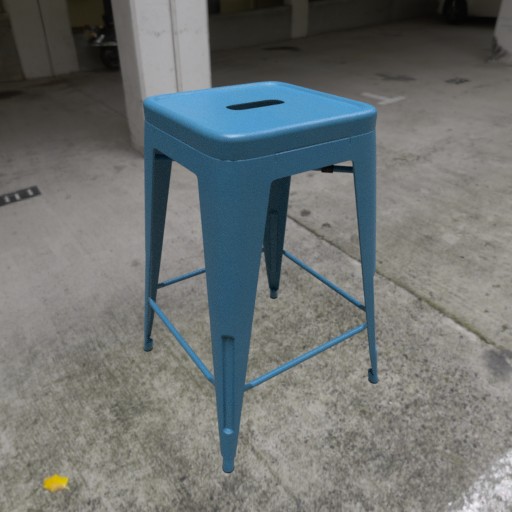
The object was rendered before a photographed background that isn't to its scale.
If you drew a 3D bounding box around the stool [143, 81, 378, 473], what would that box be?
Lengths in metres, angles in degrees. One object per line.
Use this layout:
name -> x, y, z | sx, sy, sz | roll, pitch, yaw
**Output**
stool -> 0.000, 0.000, 0.904 | 0.410, 0.608, 0.410 | -19, 36, -29
